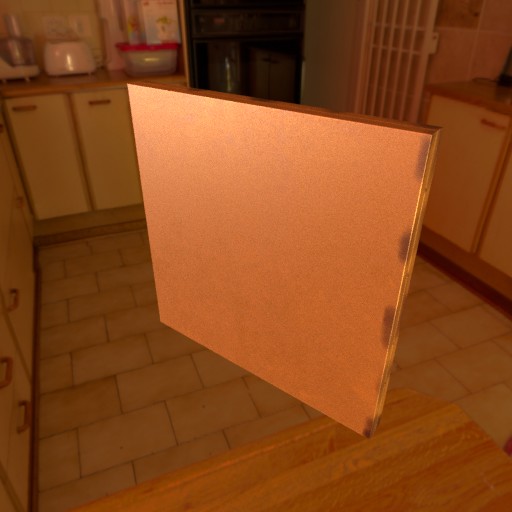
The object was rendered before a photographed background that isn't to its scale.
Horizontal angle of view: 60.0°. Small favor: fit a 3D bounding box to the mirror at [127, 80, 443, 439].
[{"bbox_3d":[0.000,0.000,0.752,0.509,0.507,0.042,21,37,31],"label":"mirror"}]
